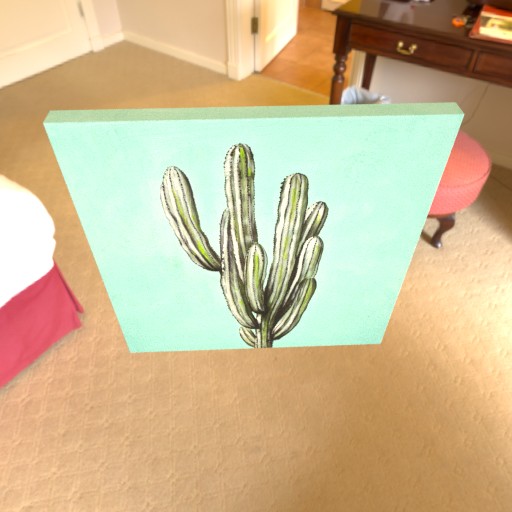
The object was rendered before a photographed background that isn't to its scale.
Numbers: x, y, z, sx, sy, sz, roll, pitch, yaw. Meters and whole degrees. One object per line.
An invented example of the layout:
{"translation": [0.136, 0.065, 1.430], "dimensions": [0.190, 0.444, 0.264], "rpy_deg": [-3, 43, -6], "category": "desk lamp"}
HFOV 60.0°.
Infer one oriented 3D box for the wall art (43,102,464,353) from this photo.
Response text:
{"translation": [0.000, 0.000, 0.862], "dimensions": [0.603, 0.603, 0.036], "rpy_deg": [-2, 46, -2], "category": "wall art"}
